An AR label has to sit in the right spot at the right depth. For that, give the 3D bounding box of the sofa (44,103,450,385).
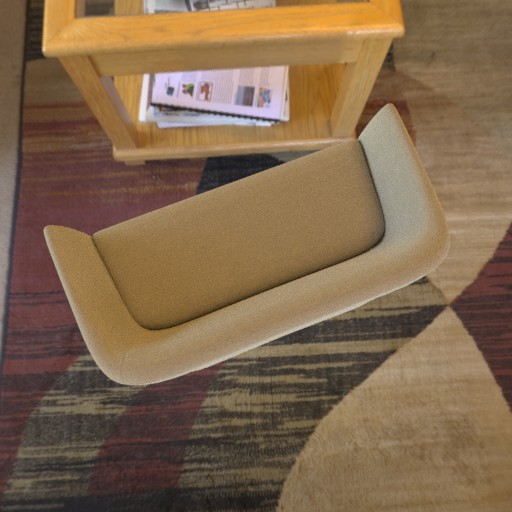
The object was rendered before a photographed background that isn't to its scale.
[{"bbox_3d":[0.000,0.000,1.853,1.452,0.721,0.705,-21,77,-5],"label":"sofa"}]
